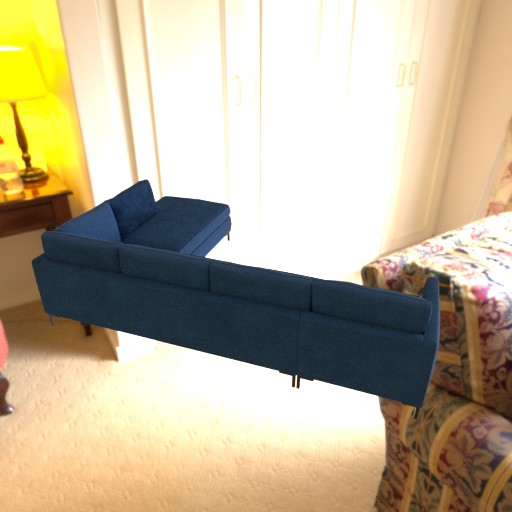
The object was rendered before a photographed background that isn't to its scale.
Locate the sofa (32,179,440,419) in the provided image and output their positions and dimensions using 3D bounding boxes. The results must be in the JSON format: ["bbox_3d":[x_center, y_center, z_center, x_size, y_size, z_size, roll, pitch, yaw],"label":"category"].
[{"bbox_3d":[0.000,0.000,3.223,2.486,0.687,1.707,10,30,18],"label":"sofa"}]
